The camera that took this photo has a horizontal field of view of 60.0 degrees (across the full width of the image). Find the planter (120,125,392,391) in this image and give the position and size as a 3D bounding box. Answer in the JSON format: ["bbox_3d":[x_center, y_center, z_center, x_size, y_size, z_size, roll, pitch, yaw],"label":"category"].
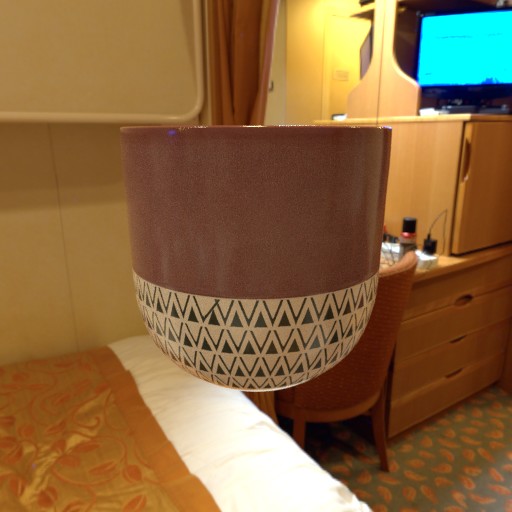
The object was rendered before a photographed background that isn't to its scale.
[{"bbox_3d":[0.000,0.000,0.485,0.266,0.270,0.266,0,15,0],"label":"planter"}]
